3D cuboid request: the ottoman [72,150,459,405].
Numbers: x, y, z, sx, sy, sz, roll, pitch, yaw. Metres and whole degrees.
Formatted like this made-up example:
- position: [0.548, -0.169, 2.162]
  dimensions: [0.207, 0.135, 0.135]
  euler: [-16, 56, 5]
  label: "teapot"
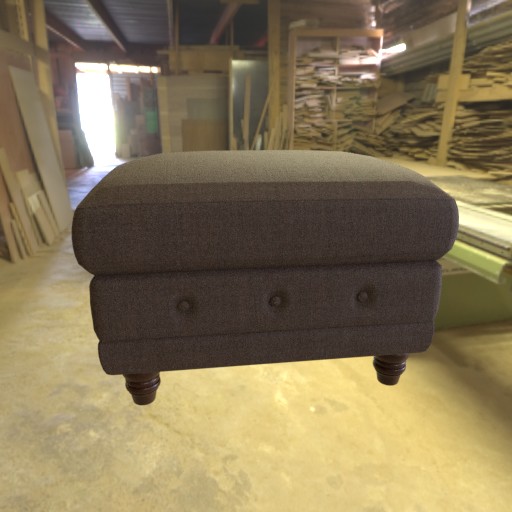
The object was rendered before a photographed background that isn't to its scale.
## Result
- position: [0.000, 0.000, 1.211]
  dimensions: [0.809, 0.555, 0.599]
  euler: [-2, 17, -7]
  label: "ottoman"
